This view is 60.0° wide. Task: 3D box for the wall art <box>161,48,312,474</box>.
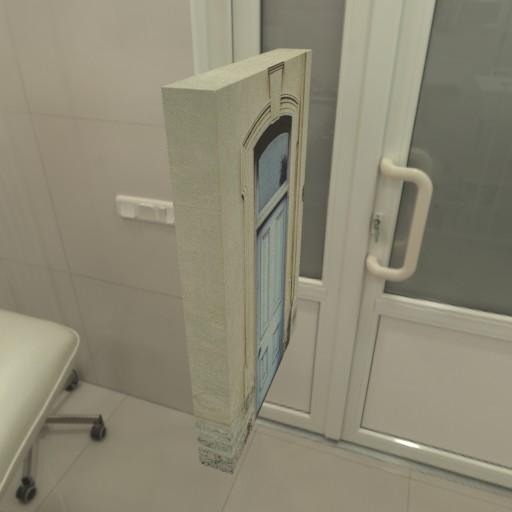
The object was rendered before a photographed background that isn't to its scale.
[{"bbox_3d":[0.000,0.000,0.474,0.038,0.381,0.254,10,32,17],"label":"wall art"}]
